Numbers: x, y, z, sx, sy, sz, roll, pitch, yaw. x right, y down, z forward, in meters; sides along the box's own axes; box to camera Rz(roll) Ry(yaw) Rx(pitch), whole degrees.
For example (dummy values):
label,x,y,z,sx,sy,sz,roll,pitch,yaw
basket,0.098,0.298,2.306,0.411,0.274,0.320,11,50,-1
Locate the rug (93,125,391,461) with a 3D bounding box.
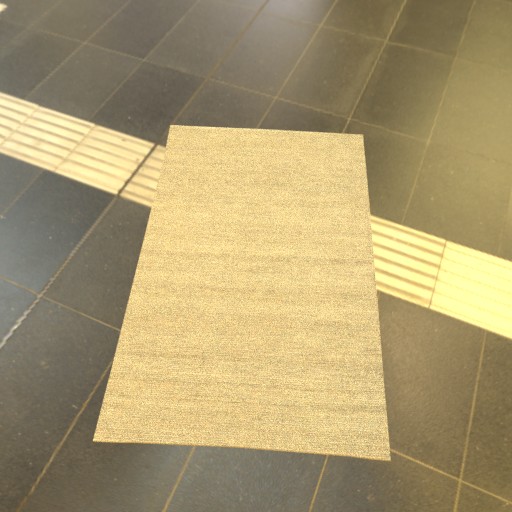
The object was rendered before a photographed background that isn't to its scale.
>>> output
label,x,y,z,sx,sy,sz,roll,pitch,yaw
rug,0.000,0.000,2.219,1.179,0.022,1.820,3,58,2
